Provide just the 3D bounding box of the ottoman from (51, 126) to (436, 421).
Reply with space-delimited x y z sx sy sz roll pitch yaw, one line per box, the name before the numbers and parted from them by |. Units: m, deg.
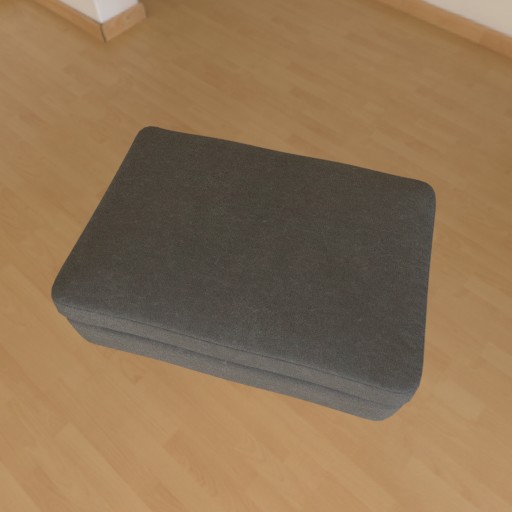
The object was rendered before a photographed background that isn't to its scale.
ottoman | 0.000 0.000 1.633 1.199 0.429 0.840 13 60 8
